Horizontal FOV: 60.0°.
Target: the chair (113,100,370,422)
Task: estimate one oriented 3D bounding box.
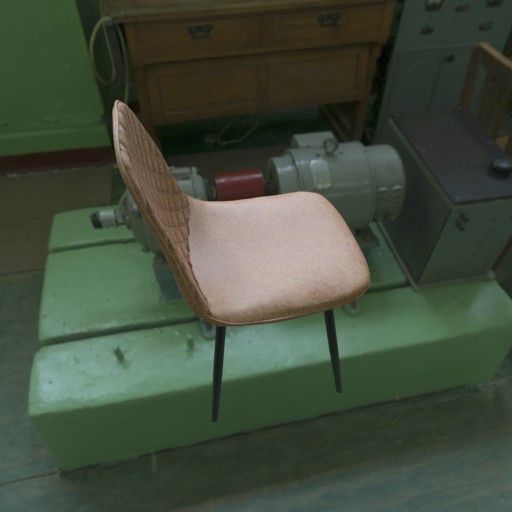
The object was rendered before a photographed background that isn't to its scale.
[{"bbox_3d":[0.000,0.000,1.203,0.561,0.889,0.472,-10,47,-9],"label":"chair"}]
